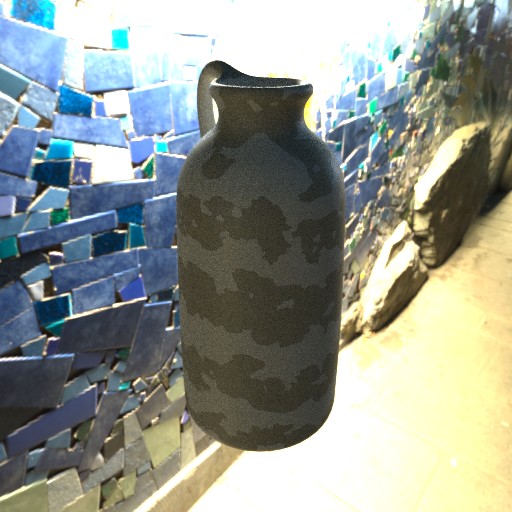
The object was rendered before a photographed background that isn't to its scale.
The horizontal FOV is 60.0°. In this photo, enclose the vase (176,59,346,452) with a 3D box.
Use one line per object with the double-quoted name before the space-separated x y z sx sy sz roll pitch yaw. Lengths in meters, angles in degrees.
"vase" 0.000 0.000 0.478 0.186 0.382 0.203 -19 33 -32
